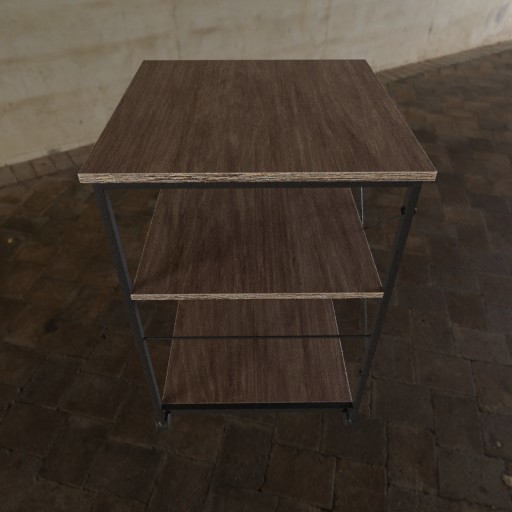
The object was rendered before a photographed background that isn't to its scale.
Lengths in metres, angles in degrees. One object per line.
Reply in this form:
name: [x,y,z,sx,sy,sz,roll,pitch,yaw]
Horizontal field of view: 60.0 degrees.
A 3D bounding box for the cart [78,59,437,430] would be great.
cart: [0.000,0.000,1.085,0.520,0.762,0.521,0,41,-1]
